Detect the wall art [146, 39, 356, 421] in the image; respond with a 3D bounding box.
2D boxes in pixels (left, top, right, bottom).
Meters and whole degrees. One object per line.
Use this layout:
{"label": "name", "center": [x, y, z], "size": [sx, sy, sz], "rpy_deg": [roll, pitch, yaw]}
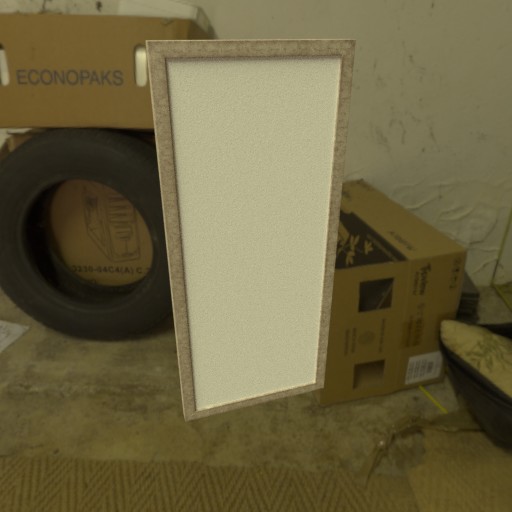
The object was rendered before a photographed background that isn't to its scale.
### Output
{"label": "wall art", "center": [0.000, 0.000, 1.666], "size": [0.648, 1.461, 0.051], "rpy_deg": [-8, 28, -16]}
